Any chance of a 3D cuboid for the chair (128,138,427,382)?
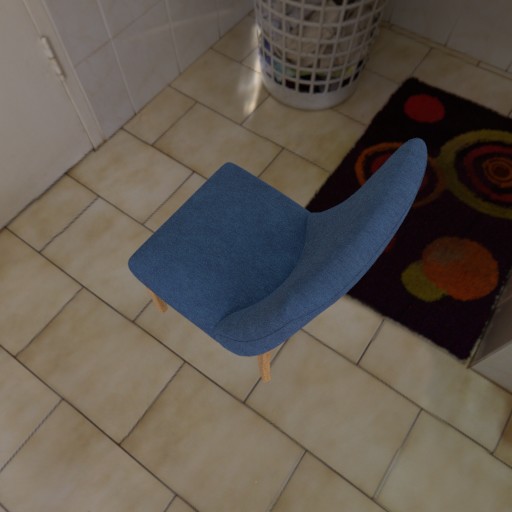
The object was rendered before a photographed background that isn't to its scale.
[{"bbox_3d":[0.000,0.000,1.266,0.609,0.902,0.495,34,68,16],"label":"chair"}]
